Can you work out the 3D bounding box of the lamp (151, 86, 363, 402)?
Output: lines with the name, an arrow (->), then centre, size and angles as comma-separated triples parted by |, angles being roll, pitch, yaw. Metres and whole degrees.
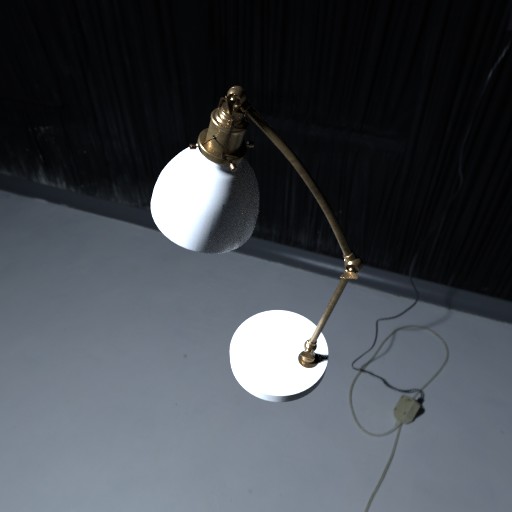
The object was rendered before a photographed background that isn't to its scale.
lamp -> 0.000, 0.000, 0.679 | 0.317, 0.522, 0.186 | 17, 48, 15
